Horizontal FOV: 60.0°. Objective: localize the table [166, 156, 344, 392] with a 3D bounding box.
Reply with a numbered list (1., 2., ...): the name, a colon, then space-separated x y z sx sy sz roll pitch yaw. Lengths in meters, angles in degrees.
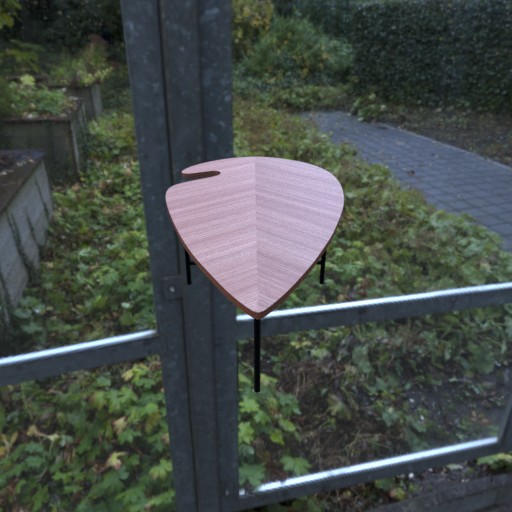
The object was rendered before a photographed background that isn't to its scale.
1. table: 0.000 0.000 1.460 0.598 0.360 1.199 0 27 0
